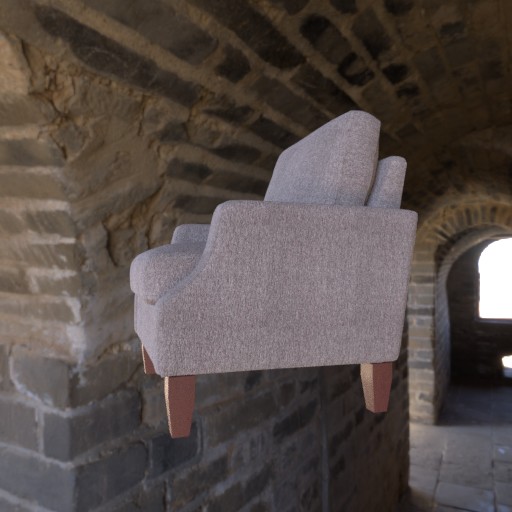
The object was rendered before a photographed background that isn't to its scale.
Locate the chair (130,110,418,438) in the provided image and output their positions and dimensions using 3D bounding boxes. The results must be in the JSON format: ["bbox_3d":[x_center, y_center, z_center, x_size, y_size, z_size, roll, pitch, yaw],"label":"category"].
[{"bbox_3d":[0.000,0.000,1.682,0.897,0.993,0.855,0,-1,-19],"label":"chair"}]
